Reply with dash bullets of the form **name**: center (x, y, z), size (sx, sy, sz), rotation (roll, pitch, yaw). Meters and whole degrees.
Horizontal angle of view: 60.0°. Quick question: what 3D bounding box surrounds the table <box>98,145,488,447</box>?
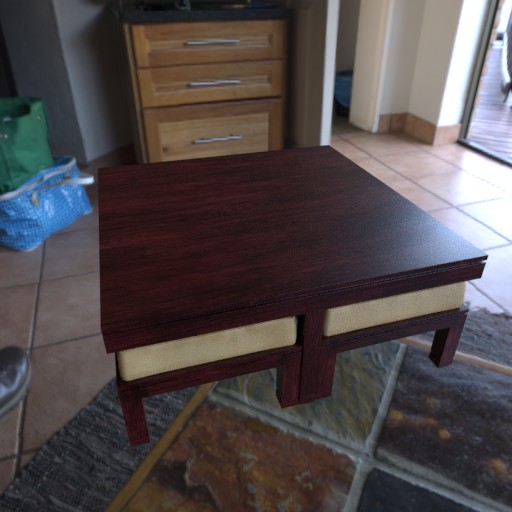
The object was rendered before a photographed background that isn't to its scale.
- **table**: center (0.000, 0.000, 1.367), size (0.865, 0.356, 0.865), rotation (-9, 33, -15)
